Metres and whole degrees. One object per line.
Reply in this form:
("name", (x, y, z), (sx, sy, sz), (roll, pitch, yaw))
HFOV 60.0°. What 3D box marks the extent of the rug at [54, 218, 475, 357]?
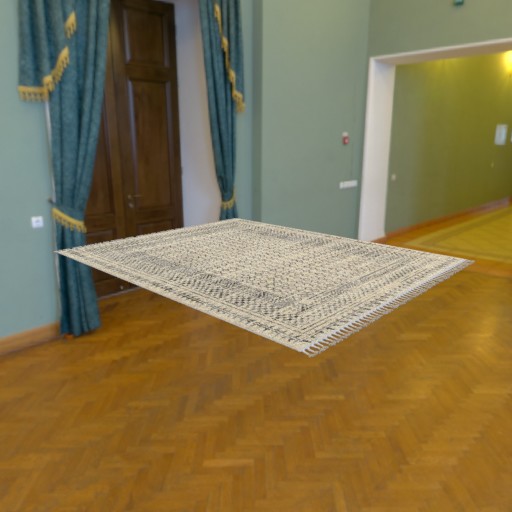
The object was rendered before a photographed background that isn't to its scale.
("rug", (0.000, 0.000, 3.893), (2.940, 0.013, 2.312), (14, 21, 41))
